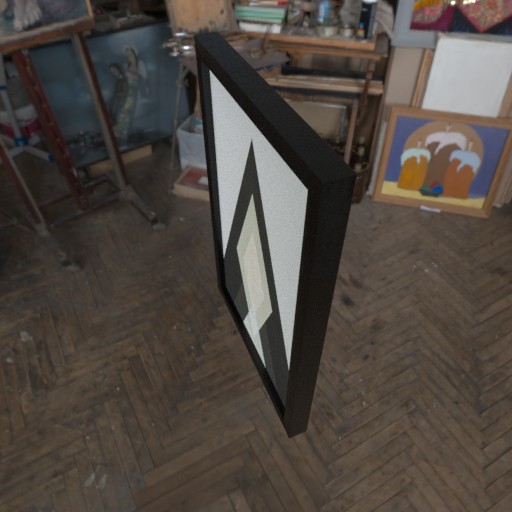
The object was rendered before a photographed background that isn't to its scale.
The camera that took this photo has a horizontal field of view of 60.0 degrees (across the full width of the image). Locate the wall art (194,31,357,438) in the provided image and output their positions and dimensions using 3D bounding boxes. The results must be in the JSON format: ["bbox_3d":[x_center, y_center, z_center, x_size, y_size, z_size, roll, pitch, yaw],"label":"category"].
[{"bbox_3d":[0.000,0.000,0.587,0.031,0.457,0.313,-17,48,-16],"label":"wall art"}]
